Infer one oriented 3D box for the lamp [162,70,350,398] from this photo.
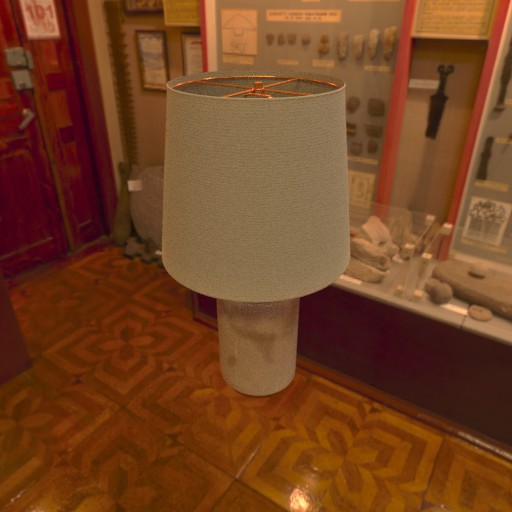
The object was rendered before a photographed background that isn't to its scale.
[{"bbox_3d":[0.000,0.000,0.459,0.189,0.340,0.189,0,30,0],"label":"lamp"}]
